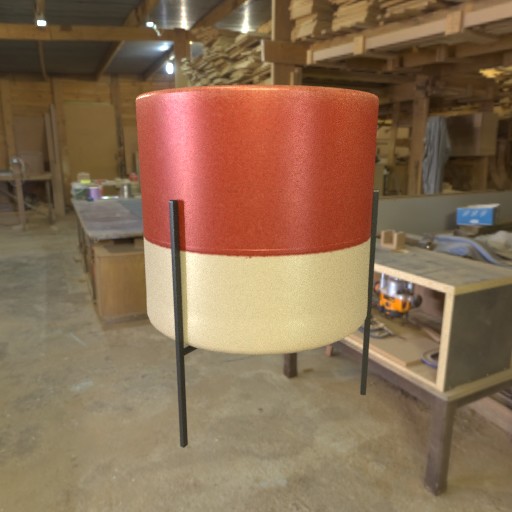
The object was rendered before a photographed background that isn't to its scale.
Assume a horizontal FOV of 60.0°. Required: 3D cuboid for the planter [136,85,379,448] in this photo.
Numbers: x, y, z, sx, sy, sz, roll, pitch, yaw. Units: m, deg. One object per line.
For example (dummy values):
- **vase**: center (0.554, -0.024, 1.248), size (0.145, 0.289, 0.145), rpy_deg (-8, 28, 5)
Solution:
- **planter**: center (0.000, 0.000, 0.701), size (0.345, 0.465, 0.354), rpy_deg (-6, 15, -25)
